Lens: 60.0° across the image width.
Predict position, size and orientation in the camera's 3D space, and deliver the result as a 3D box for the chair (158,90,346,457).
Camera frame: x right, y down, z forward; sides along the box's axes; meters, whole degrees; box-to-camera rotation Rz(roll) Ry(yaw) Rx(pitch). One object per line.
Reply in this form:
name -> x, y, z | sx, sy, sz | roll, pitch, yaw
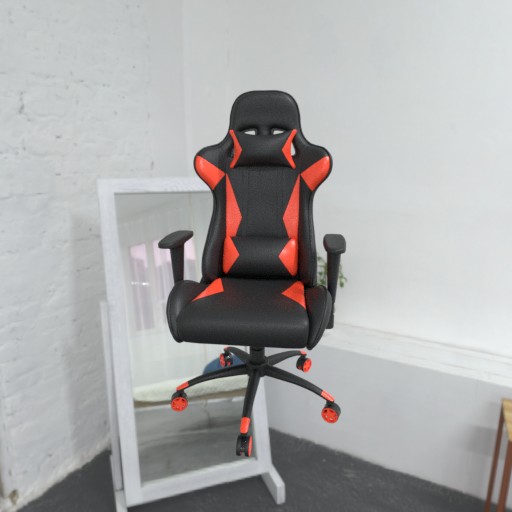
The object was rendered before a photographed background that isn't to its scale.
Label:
chair -> 0.000, 0.000, 1.721 | 0.695, 1.282, 0.730 | 2, 13, 7
